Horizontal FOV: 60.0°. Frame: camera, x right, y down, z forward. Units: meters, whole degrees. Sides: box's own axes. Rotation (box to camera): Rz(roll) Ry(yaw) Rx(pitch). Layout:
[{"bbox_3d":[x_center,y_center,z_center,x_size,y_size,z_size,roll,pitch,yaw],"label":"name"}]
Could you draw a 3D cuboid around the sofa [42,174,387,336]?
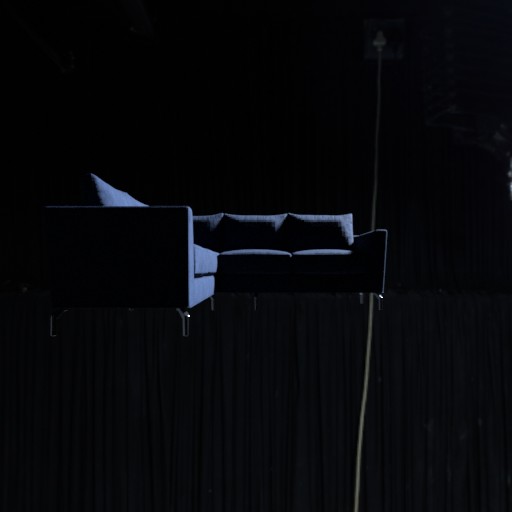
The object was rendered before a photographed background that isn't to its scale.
[{"bbox_3d":[0.000,0.000,3.773,2.463,0.988,2.472,0,-2,0],"label":"sofa"}]
